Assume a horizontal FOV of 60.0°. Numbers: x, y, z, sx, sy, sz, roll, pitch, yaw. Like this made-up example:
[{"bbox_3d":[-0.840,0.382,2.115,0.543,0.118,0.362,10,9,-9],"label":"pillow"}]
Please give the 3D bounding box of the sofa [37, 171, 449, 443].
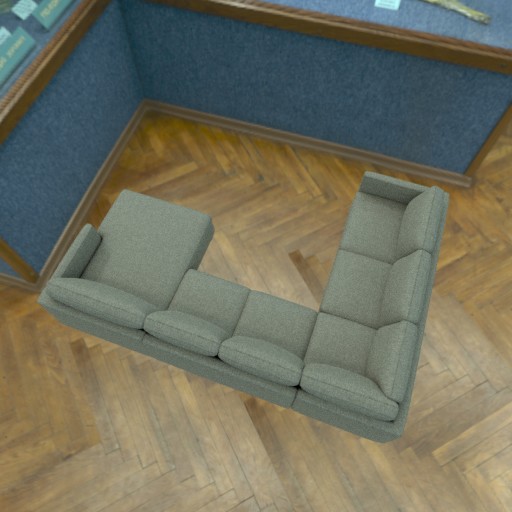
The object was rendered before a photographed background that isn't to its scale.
[{"bbox_3d":[0.000,0.000,4.530,3.403,0.889,2.551,18,64,9],"label":"sofa"}]
